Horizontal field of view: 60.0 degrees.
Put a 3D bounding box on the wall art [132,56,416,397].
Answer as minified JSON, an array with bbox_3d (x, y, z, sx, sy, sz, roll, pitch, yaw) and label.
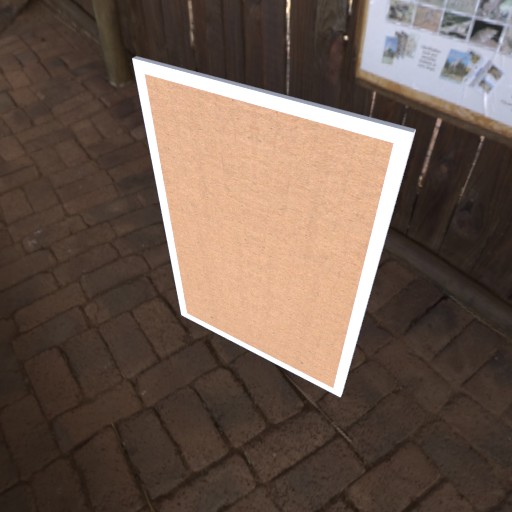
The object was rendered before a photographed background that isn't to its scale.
[{"bbox_3d":[0.000,0.000,1.251,0.660,0.965,0.015,23,49,21],"label":"wall art"}]
